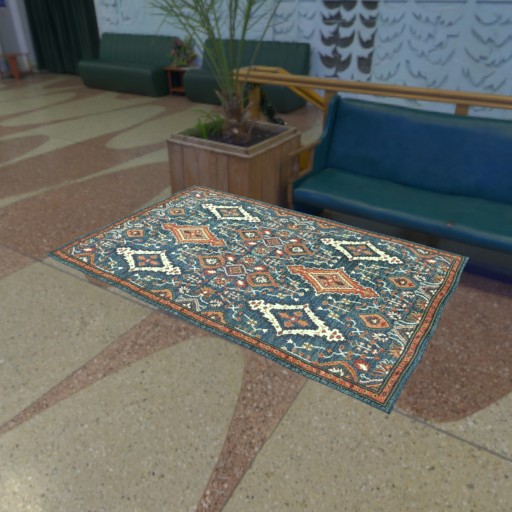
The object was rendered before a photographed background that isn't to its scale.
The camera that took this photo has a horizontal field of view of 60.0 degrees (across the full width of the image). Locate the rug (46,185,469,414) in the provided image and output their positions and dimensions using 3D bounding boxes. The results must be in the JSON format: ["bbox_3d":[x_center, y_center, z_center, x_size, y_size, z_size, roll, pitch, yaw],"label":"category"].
[{"bbox_3d":[0.000,0.000,4.158,3.371,0.008,2.190,19,35,29],"label":"rug"}]
